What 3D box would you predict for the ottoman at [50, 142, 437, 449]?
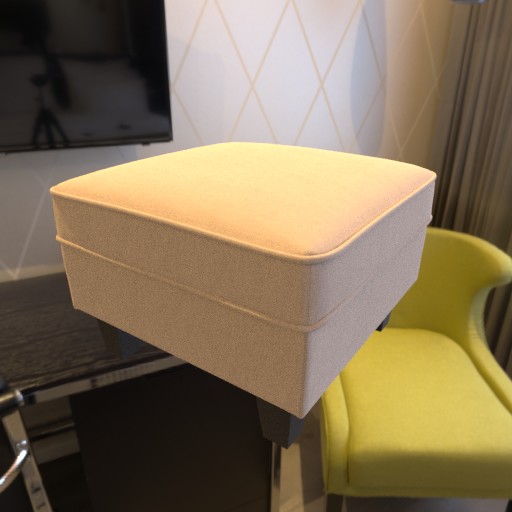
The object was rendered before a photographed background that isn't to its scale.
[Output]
[{"bbox_3d":[0.000,0.000,1.005,0.616,0.438,0.613,16,29,32],"label":"ottoman"}]
